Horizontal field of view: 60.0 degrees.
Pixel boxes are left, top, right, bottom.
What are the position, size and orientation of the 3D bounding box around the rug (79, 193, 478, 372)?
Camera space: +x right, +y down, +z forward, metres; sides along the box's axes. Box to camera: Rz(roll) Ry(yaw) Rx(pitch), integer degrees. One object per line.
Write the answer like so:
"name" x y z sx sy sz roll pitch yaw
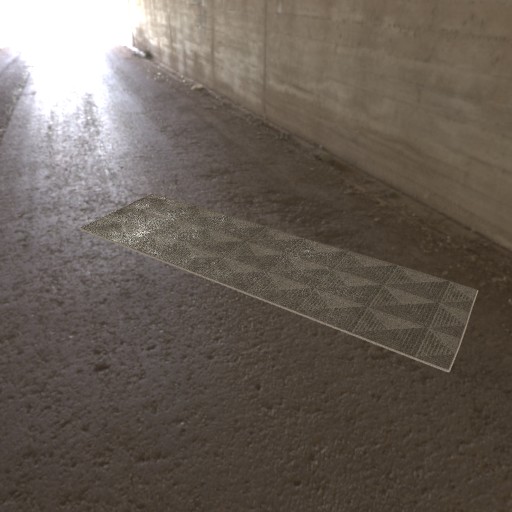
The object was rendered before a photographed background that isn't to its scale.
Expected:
"rug" 0.000 0.000 2.430 2.182 0.015 0.645 19 36 28
